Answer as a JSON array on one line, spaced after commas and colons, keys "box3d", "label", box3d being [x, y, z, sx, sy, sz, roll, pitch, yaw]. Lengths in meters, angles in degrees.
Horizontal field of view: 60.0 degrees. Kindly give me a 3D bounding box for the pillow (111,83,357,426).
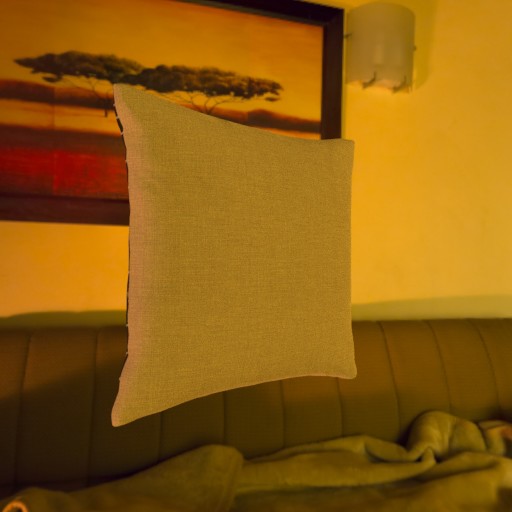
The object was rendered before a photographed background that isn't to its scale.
[{"box3d": [0.000, 0.000, 0.797, 0.517, 0.508, 0.158, 1, -2, -36], "label": "pillow"}]
